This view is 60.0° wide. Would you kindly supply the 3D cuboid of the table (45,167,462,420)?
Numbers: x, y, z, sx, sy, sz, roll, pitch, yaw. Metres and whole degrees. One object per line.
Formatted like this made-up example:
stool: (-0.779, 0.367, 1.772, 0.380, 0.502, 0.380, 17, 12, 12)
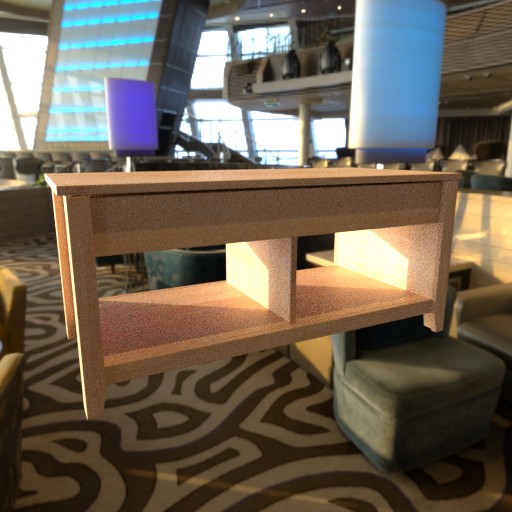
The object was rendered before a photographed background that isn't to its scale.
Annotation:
table: (0.000, 0.000, 1.246, 1.016, 0.457, 0.483, -7, 15, -26)
